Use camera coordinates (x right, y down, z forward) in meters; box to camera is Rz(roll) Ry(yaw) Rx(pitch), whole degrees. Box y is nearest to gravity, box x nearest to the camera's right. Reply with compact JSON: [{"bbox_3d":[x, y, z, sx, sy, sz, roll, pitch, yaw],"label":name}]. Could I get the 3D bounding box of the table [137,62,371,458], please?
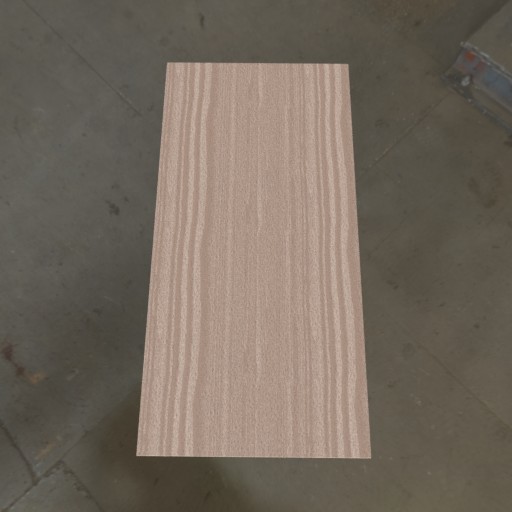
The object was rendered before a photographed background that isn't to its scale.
[{"bbox_3d":[0.000,0.000,1.514,0.600,0.450,1.200,1,74,0],"label":"table"}]
